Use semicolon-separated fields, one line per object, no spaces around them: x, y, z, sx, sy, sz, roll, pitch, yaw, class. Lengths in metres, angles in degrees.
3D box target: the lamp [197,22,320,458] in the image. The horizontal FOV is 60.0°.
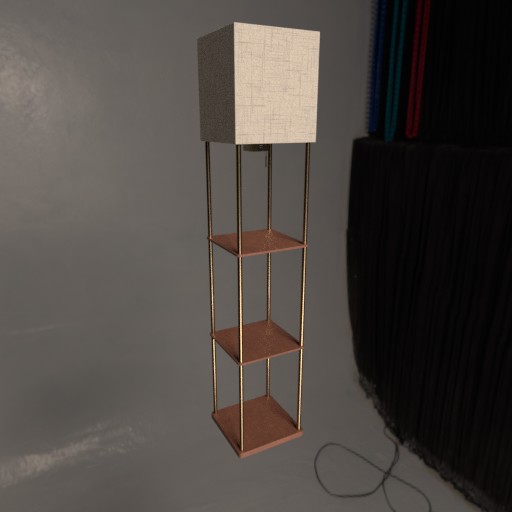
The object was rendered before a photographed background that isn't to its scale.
0.000;0.000;1.735;0.310;1.569;0.308;-9;19;-27;lamp
